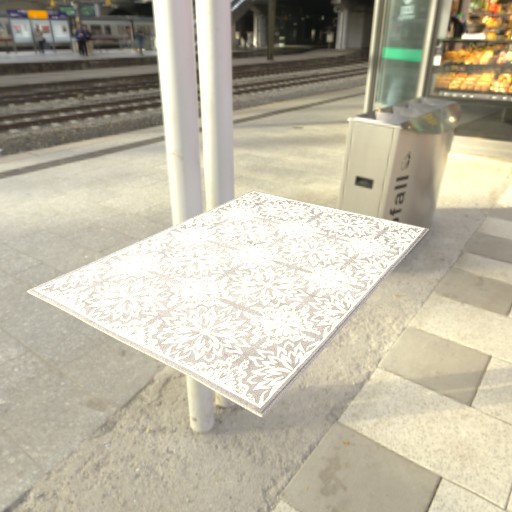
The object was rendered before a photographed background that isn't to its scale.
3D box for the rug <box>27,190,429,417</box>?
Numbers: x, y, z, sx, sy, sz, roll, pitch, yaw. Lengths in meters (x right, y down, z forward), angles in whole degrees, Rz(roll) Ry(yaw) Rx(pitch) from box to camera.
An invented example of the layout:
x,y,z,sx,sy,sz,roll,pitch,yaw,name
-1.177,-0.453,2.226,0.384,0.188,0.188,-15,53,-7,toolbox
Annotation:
x,y,z,sx,sy,sz,roll,pitch,yaw,name
0.000,0.000,2.897,1.608,0.014,2.213,17,31,31,rug
